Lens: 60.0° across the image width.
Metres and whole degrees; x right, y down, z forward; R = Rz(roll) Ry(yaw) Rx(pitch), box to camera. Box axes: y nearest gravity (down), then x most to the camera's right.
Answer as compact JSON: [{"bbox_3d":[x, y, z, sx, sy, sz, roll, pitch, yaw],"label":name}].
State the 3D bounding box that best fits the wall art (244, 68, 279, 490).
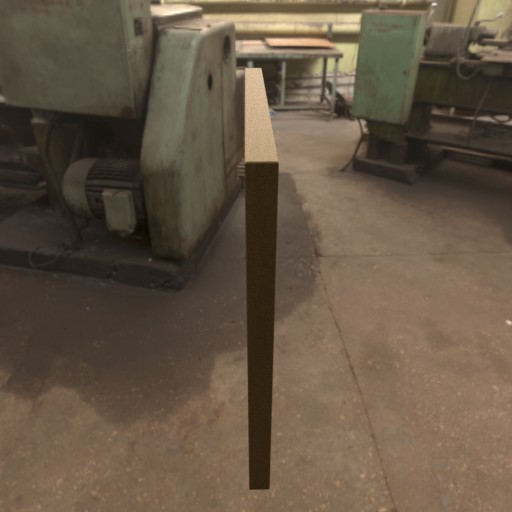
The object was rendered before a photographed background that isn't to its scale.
[{"bbox_3d":[0.000,0.000,0.739,0.031,0.506,0.503,-1,32,-1],"label":"wall art"}]
